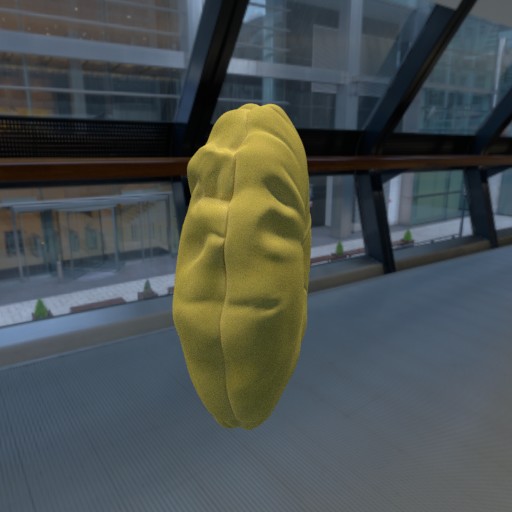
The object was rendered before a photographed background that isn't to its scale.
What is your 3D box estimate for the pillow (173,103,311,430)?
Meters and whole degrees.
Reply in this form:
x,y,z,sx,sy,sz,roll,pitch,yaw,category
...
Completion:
x,y,z,sx,sy,sz,roll,pitch,yaw,category
0.000,0.000,0.626,0.148,0.407,0.428,2,15,9,pillow
